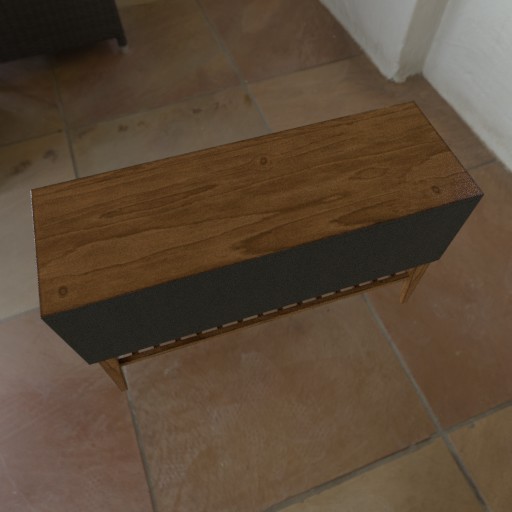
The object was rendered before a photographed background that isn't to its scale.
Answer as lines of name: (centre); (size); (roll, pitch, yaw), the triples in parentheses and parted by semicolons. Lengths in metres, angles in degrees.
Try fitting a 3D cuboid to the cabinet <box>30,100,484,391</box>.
cabinet: (0.000, 0.000, 1.751); (1.363, 0.802, 0.477); (-16, 60, -9)
